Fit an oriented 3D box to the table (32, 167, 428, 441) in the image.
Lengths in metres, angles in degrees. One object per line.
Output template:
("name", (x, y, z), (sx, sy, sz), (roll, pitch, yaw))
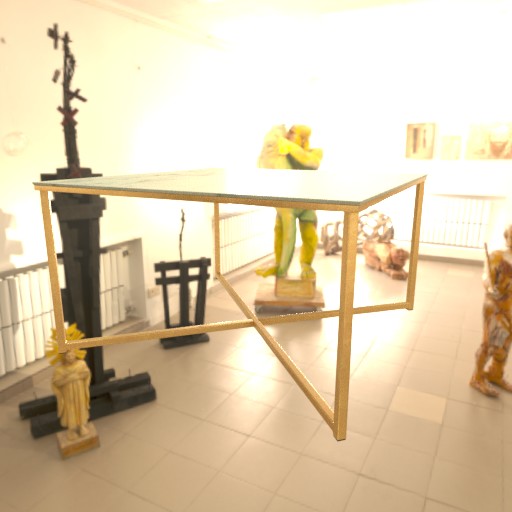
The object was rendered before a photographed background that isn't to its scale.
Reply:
("table", (0.000, 0.000, 1.283), (0.800, 0.450, 0.800), (7, 16, 27))
